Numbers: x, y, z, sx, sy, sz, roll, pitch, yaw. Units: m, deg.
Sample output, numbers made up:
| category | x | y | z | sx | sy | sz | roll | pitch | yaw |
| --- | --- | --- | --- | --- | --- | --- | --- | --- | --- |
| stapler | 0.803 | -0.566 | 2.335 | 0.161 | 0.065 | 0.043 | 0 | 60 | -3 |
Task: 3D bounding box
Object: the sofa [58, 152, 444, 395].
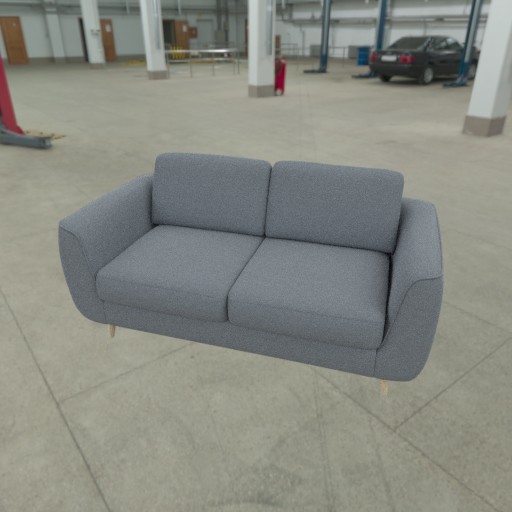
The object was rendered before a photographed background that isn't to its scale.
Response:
| category | x | y | z | sx | sy | sz | roll | pitch | yaw |
| --- | --- | --- | --- | --- | --- | --- | --- | --- | --- |
| sofa | 0.000 | 0.000 | 2.223 | 1.700 | 0.850 | 0.920 | 8 | 28 | 15 |
